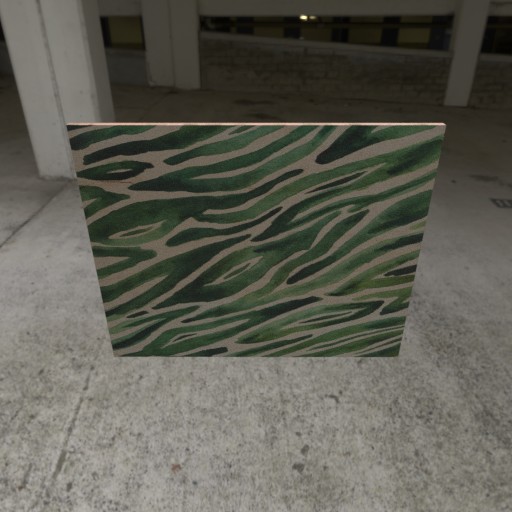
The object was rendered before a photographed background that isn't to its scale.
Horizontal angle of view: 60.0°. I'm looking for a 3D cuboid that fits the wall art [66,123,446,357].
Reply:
[{"bbox_3d":[0.000,0.000,0.697,0.508,0.408,0.012,0,29,0],"label":"wall art"}]
